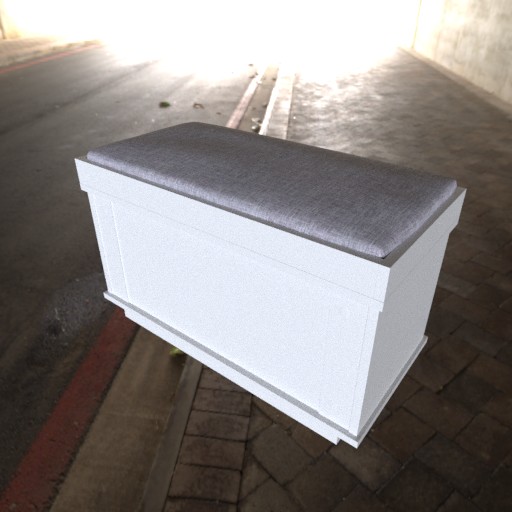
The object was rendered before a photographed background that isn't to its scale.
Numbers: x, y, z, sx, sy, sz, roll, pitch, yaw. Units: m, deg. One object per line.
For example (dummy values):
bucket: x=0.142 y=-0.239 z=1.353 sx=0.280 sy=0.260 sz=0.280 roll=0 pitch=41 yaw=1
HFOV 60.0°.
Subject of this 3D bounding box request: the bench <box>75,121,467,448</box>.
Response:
bench: x=0.000 y=0.000 z=1.011 sx=0.734 sy=0.461 sz=0.362 roll=22 pitch=37 yaw=32
